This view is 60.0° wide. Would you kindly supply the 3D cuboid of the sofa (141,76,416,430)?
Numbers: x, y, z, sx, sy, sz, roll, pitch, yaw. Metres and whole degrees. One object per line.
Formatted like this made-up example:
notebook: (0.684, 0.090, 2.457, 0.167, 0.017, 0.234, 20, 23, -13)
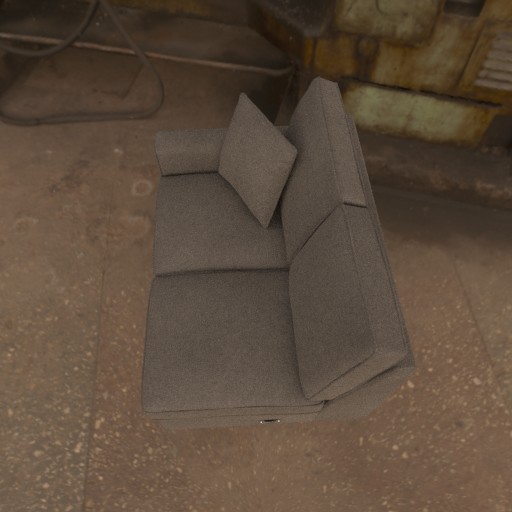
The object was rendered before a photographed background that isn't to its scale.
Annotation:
sofa: (0.000, 0.000, 2.063, 0.991, 0.989, 1.388, -3, 59, -2)
